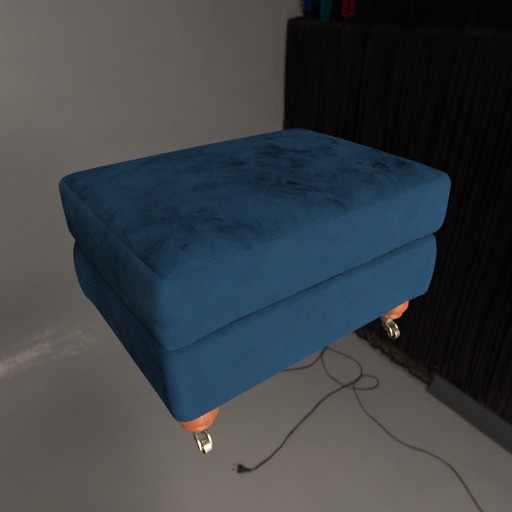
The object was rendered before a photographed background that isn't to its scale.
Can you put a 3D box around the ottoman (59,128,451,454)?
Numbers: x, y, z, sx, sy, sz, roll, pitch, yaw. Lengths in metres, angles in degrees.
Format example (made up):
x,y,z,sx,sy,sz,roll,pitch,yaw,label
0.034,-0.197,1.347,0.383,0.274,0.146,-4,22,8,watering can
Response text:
x,y,z,sx,sy,sz,roll,pitch,yaw,label
0.000,0.000,1.129,0.773,0.503,0.572,-20,36,-31,ottoman
